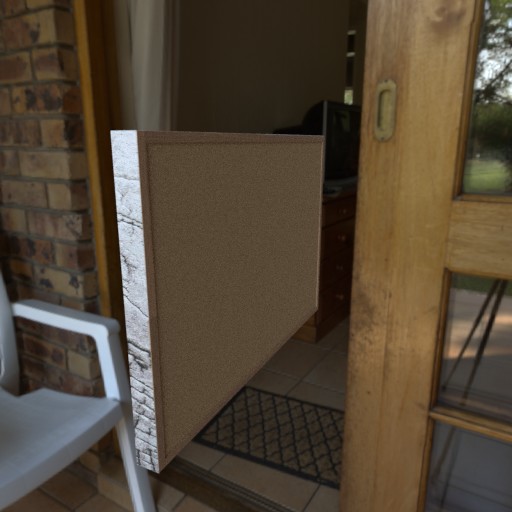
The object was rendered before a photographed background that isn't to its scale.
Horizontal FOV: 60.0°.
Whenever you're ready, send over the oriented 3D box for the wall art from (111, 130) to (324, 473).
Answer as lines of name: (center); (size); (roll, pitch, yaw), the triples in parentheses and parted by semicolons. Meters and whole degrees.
wall art: (0.000, 0.000, 0.768); (0.035, 0.407, 0.613); (7, 16, 25)
